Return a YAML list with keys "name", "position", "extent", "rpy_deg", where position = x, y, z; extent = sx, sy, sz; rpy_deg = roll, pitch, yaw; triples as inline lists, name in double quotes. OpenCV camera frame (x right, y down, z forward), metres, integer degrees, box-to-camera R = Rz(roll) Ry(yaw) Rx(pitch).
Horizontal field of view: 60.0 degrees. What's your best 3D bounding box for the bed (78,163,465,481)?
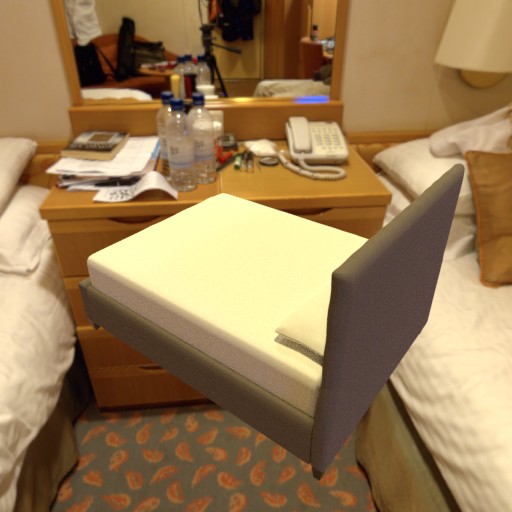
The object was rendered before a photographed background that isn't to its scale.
- name: "bed"
  position: [0.000, 0.000, 3.290]
  extent: [2.233, 1.426, 1.696]
  rpy_deg: [22, 37, 32]
